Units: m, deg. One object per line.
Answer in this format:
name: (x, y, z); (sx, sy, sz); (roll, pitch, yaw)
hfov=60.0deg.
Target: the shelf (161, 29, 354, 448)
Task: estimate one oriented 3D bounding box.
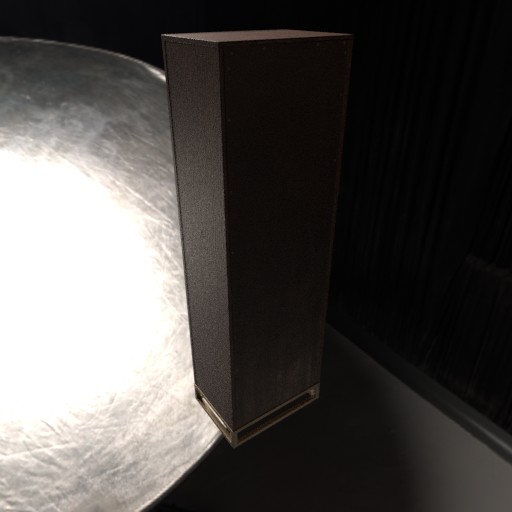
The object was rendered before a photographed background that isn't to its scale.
shelf: (0.000, 0.000, 1.933); (0.539, 1.732, 0.395); (-19, 35, -30)
